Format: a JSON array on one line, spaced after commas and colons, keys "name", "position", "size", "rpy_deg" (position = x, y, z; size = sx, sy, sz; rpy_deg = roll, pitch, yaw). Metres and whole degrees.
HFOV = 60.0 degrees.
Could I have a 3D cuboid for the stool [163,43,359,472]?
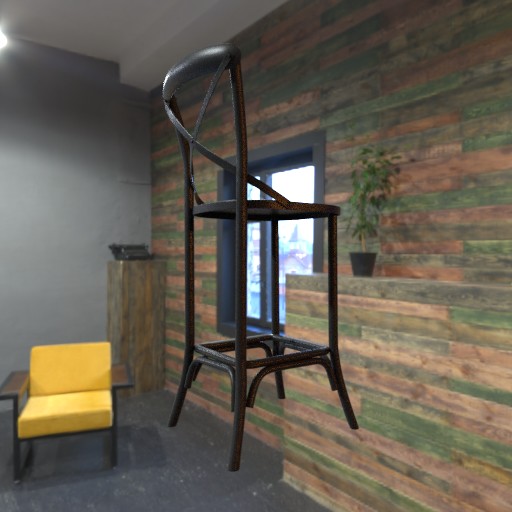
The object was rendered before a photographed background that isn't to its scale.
[{"name": "stool", "position": [0.000, 0.000, 1.493], "size": [0.584, 1.168, 0.457], "rpy_deg": [0, 0, -36]}]
